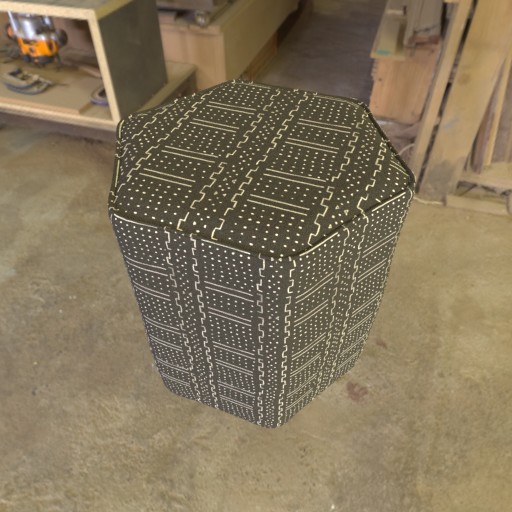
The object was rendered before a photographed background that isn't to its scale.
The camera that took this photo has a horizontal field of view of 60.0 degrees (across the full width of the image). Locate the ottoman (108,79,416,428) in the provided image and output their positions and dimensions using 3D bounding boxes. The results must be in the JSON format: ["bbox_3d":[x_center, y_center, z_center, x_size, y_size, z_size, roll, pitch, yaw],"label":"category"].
[{"bbox_3d":[0.000,0.000,0.857,0.494,0.502,0.443,15,48,14],"label":"ottoman"}]
